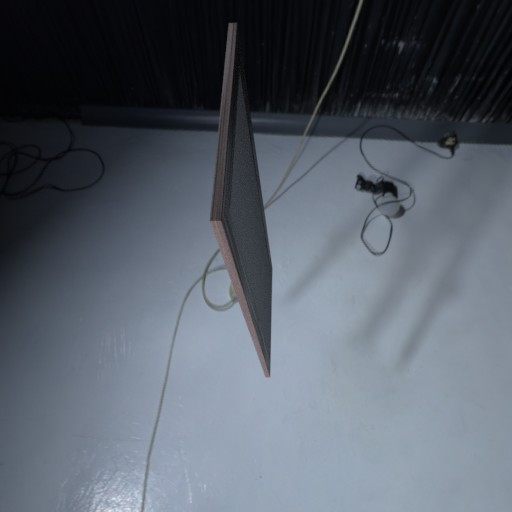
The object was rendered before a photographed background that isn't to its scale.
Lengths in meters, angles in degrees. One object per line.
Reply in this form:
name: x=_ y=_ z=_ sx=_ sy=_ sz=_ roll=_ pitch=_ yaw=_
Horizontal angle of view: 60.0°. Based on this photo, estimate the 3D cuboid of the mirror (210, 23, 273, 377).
mirror: x=0.000 y=0.000 z=2.275 sx=0.221 sy=2.020 sz=0.812 roll=2 pitch=63 yaw=1
